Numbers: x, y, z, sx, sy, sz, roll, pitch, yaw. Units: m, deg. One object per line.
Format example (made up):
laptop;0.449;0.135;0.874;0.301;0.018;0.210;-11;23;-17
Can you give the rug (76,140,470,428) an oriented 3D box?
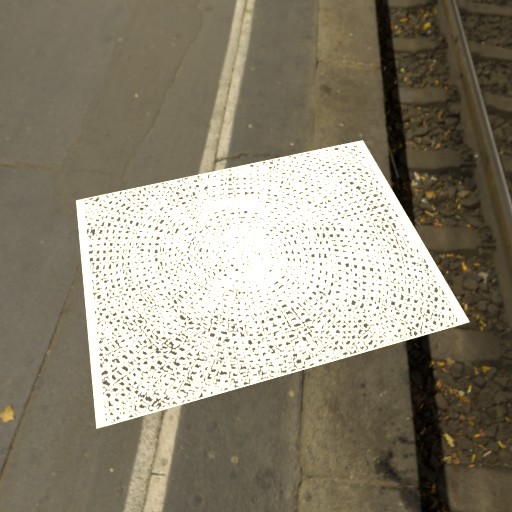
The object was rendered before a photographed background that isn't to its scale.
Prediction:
rug;0.000;0.000;2.155;1.634;0.003;1.190;-14;59;-8
